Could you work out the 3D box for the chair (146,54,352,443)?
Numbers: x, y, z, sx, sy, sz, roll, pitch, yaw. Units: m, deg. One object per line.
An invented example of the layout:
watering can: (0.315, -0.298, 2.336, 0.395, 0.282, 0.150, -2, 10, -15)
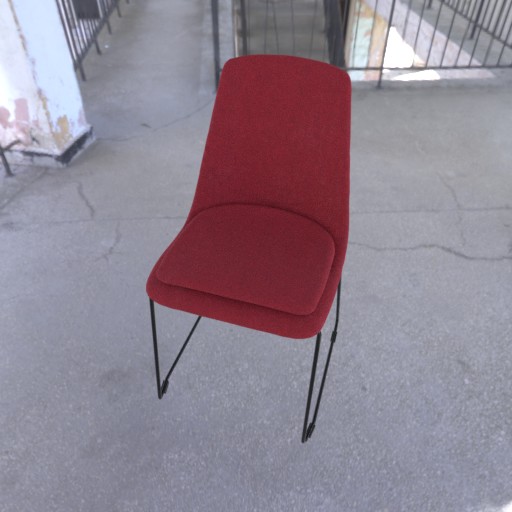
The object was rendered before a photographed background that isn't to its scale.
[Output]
chair: (0.000, 0.000, 1.165, 0.479, 0.858, 0.518, 12, 44, 13)
